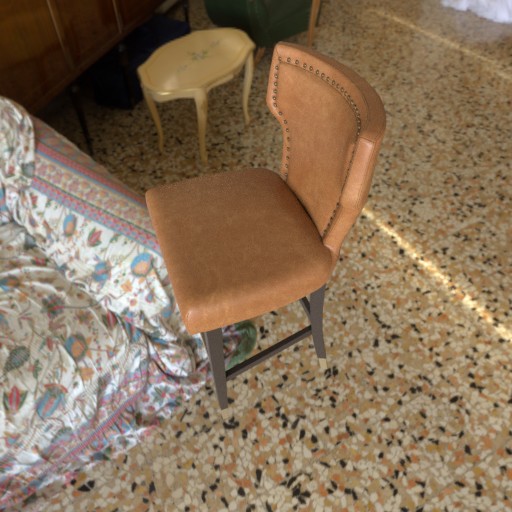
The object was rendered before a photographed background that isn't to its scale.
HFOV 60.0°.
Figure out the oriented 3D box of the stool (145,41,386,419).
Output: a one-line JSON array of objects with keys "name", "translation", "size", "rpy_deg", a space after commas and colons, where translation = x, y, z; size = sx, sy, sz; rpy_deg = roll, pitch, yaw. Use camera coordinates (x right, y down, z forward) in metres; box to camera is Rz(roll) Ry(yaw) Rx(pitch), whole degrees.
[{"name": "stool", "translation": [0.000, 0.000, 1.400], "size": [0.563, 1.092, 0.526], "rpy_deg": [-15, 50, -14]}]
